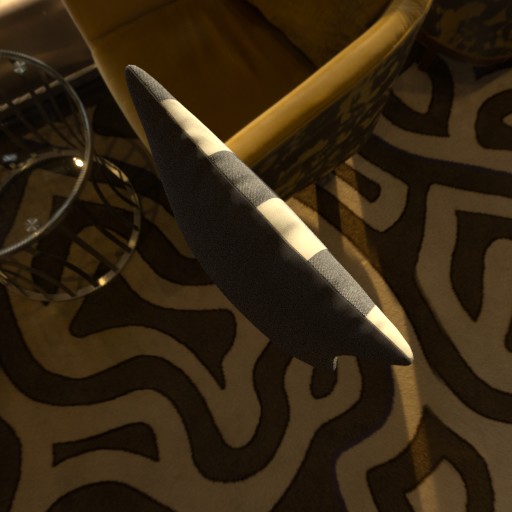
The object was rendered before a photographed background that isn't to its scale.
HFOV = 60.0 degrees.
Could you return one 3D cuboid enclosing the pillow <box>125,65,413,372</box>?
[{"bbox_3d":[0.000,0.000,0.774,0.161,0.509,0.511,-41,78,-10],"label":"pillow"}]
